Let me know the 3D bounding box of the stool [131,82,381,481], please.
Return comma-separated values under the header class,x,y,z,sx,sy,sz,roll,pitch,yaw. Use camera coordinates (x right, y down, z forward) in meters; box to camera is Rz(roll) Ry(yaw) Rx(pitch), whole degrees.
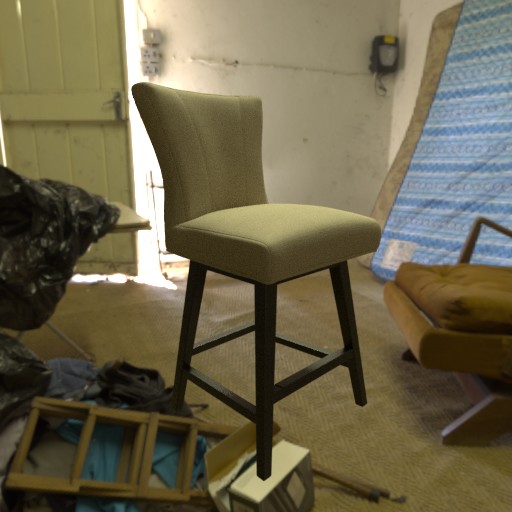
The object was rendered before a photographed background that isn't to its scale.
class,x,y,z,sx,sy,sz,roll,pitch,yaw
stool,0.000,0.000,1.357,0.574,1.000,0.514,13,18,43
